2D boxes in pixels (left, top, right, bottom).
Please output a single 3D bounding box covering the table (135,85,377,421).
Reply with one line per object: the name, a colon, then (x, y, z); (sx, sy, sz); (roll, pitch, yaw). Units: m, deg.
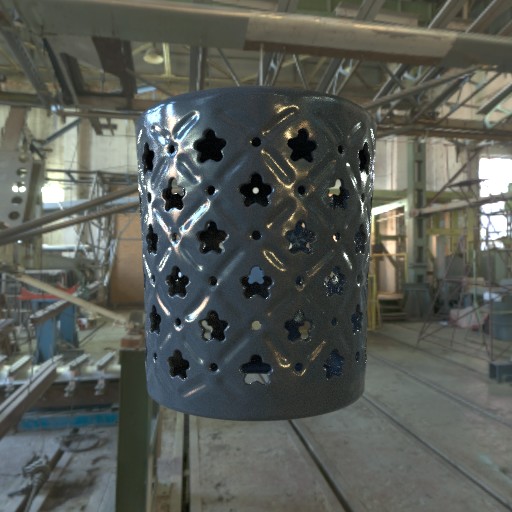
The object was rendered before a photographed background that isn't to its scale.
table: (0.000, 0.000, 0.665); (0.352, 0.387, 0.352); (0, -1, 0)
